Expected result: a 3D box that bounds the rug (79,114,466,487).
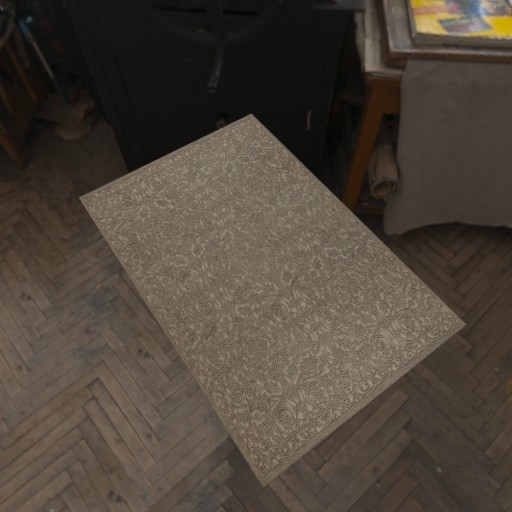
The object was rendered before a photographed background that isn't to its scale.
[{"bbox_3d":[0.000,0.000,2.366,1.221,0.006,1.827,-31,64,-17],"label":"rug"}]
